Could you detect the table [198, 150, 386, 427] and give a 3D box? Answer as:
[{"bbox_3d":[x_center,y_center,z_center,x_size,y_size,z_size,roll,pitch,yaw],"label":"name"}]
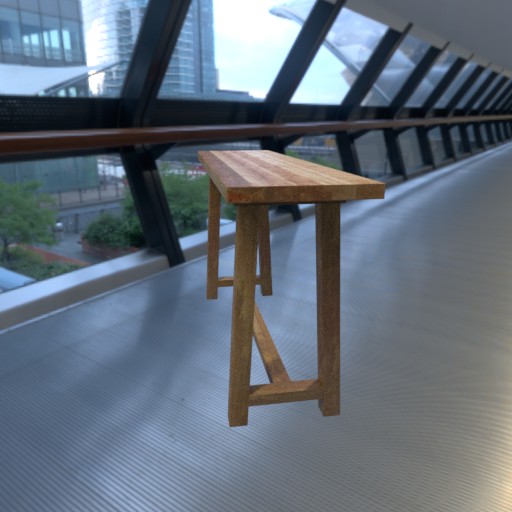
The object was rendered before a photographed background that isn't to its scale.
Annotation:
[{"bbox_3d":[0.000,0.000,1.928,0.405,0.810,1.524,-3,17,-9],"label":"table"}]
